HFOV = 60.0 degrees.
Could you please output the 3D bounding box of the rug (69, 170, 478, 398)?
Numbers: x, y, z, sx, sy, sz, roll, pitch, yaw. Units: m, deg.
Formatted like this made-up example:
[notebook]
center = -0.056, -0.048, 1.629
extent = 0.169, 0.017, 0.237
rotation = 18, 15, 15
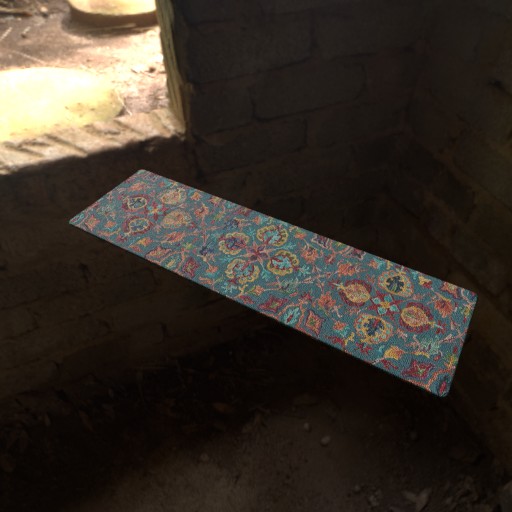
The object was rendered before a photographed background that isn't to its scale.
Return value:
[rug]
center = 0.000, 0.000, 2.506
extent = 2.286, 0.013, 0.686
rotation = 23, 49, 21
